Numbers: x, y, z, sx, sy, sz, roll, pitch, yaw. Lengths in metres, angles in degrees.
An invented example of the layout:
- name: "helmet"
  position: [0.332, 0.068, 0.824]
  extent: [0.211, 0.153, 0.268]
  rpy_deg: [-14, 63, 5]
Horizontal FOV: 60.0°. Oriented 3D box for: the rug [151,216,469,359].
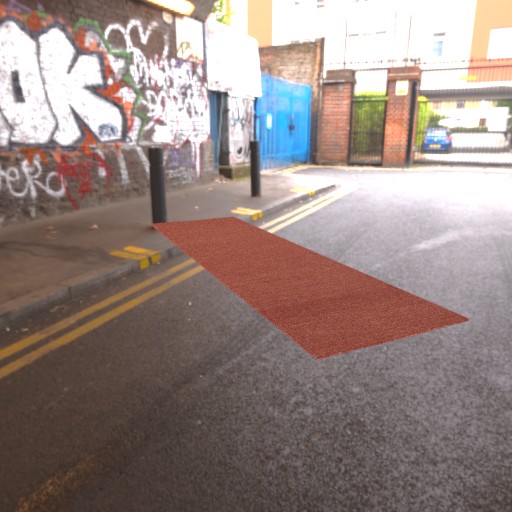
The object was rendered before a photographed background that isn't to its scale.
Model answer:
- name: "rug"
  position: [0.000, 0.000, 2.524]
  extent: [0.687, 0.012, 2.307]
  rpy_deg: [-7, 17, -25]
